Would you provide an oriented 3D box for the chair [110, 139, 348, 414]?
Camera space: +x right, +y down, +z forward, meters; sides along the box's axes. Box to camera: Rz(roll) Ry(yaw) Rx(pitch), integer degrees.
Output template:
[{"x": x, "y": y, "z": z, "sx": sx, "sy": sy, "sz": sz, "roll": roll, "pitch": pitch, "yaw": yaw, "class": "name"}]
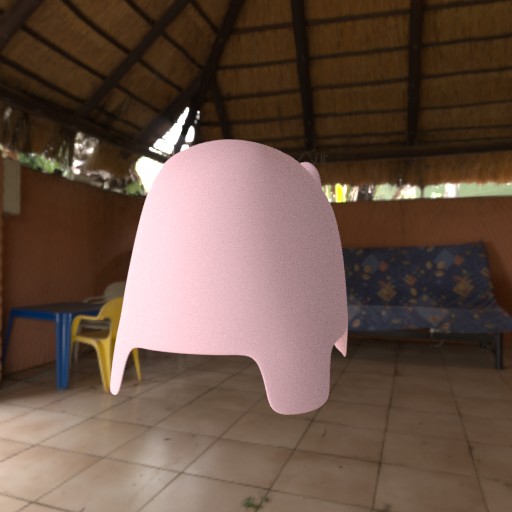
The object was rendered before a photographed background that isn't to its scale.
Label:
[{"x": 0.000, "y": 0.000, "z": 0.883, "sx": 0.364, "sy": 0.423, "sz": 0.619, "roll": 0, "pitch": 0, "yaw": 19, "class": "chair"}]
